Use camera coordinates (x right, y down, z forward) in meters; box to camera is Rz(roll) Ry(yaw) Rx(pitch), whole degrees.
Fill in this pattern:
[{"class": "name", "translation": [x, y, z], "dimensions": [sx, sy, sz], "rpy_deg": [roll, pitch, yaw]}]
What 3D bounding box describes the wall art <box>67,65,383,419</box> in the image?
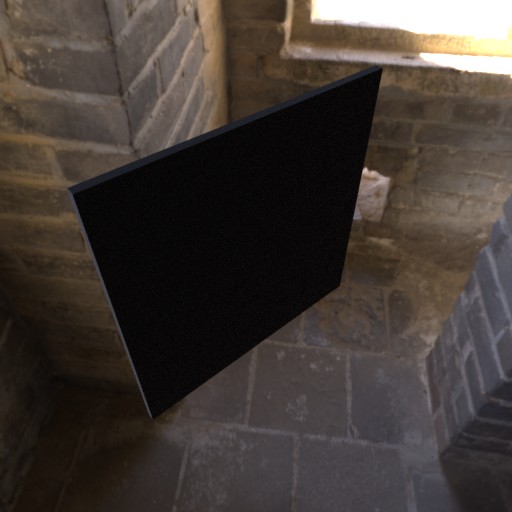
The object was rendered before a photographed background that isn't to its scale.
[{"class": "wall art", "translation": [0.000, 0.000, 0.679], "dimensions": [0.456, 0.458, 0.013], "rpy_deg": [-31, 52, -27]}]
